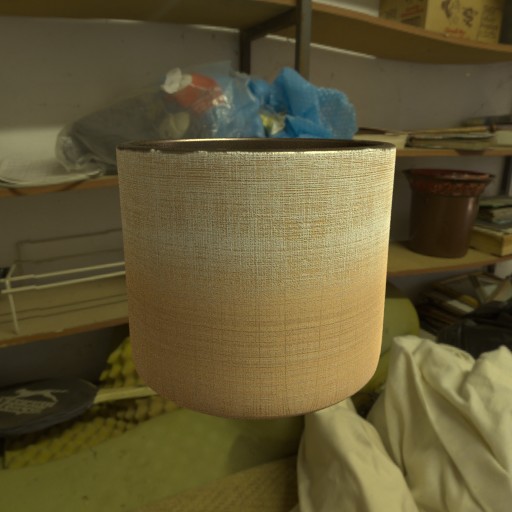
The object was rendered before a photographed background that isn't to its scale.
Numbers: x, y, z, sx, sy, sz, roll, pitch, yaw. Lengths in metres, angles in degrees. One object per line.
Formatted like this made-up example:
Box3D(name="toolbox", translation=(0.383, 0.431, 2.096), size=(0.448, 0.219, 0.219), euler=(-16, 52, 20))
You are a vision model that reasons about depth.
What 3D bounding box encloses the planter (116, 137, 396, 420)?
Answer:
Box3D(name="planter", translation=(0.000, 0.000, 0.442), size=(0.254, 0.221, 0.254), euler=(0, 17, 0))
